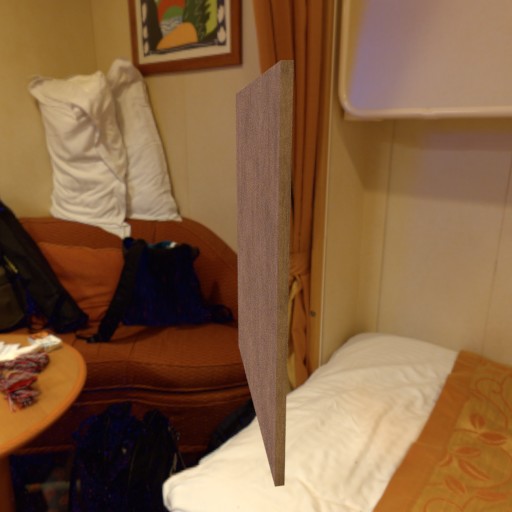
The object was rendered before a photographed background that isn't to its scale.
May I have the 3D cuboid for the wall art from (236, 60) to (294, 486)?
[{"bbox_3d":[0.000,0.000,0.934,0.018,0.686,0.534,-2,16,-9],"label":"wall art"}]
